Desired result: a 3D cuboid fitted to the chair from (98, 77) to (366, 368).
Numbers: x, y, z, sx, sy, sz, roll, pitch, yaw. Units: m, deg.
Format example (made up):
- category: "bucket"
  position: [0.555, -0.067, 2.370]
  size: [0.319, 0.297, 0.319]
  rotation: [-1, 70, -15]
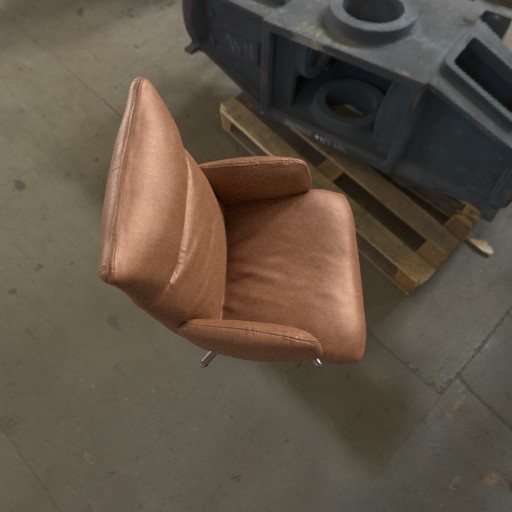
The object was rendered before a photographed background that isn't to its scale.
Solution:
- category: "chair"
  position: [0.000, 0.000, 1.538]
  size: [0.794, 1.027, 0.711]
  rotation: [0, 64, 0]
